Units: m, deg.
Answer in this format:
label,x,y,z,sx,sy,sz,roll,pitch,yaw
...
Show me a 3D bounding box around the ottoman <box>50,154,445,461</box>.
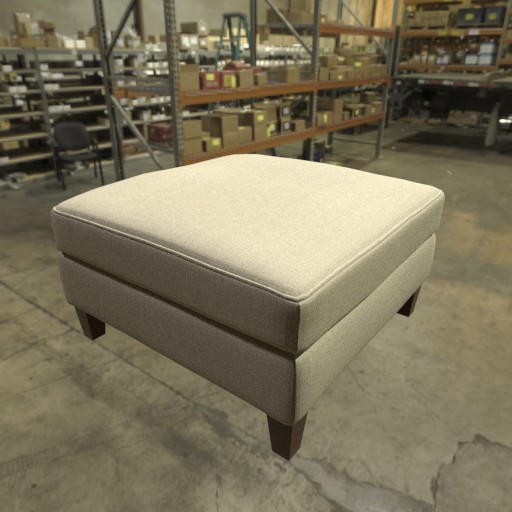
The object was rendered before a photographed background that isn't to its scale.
label,x,y,z,sx,sy,sz,roll,pitch,yaw
ottoman,0.000,0.000,1.344,0.838,0.478,0.838,18,30,34
